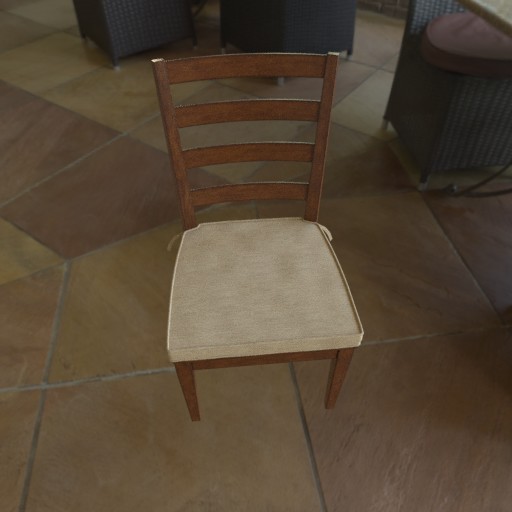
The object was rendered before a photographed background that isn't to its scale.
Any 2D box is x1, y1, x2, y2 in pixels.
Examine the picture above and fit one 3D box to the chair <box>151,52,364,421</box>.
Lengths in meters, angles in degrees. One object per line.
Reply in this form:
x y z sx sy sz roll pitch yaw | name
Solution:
0.000 0.000 1.341 0.593 0.979 0.595 -4 46 -4 | chair
